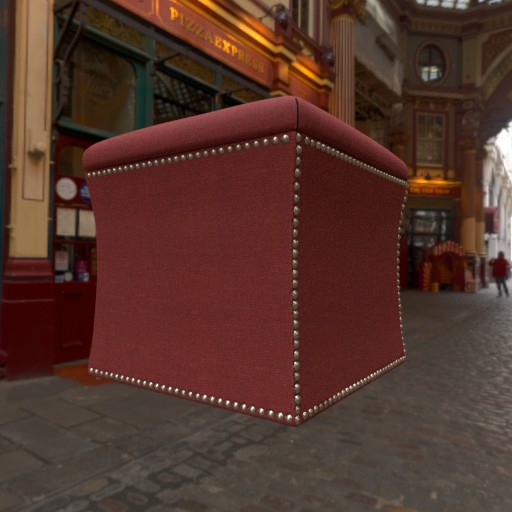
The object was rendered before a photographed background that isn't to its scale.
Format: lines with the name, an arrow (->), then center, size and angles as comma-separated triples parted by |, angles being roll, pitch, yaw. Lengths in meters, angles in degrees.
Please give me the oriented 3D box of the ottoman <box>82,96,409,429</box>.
ottoman -> 0.000, 0.000, 0.907 | 0.497, 0.475, 0.507 | 0, -1, 36
